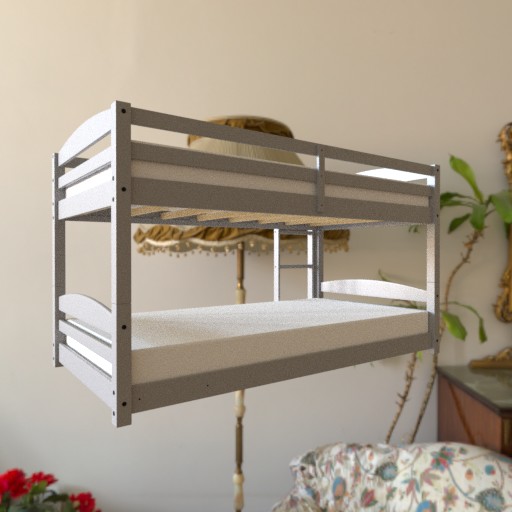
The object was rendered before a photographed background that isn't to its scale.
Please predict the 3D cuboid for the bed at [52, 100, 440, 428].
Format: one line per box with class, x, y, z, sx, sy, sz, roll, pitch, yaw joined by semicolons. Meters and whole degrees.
bed;0.000;0.000;2.602;2.013;1.206;1.105;0;1;-36
